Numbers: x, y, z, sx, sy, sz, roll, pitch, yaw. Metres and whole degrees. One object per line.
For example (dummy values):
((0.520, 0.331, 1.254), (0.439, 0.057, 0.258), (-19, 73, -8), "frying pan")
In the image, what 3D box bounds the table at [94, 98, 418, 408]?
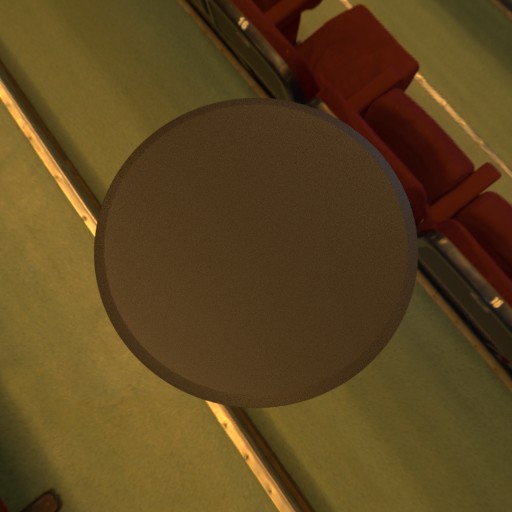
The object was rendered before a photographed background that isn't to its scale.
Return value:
((0.000, 0.000, 1.419), (0.900, 0.400, 0.900), (0, 74, 0), "table")
